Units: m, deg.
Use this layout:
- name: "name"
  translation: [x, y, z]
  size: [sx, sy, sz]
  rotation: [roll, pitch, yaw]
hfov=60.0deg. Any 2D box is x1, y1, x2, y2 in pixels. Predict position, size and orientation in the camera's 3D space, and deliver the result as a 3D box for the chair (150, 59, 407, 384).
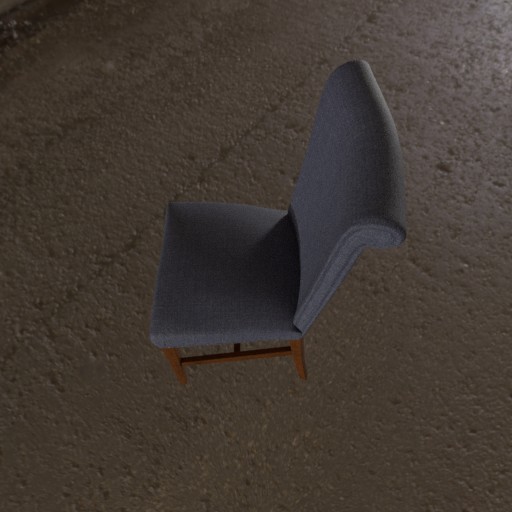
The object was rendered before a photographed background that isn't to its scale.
- name: "chair"
  translation: [0.000, 0.000, 1.340]
  size: [0.608, 0.988, 0.513]
  rotation: [0, 58, 0]
